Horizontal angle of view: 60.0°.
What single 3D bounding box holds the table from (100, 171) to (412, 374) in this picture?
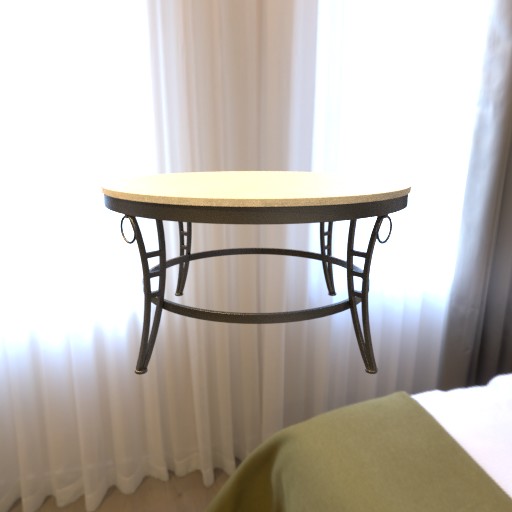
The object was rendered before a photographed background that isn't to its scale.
[{"bbox_3d":[0.000,0.000,1.396,0.889,0.470,0.889,0,14,0],"label":"table"}]
